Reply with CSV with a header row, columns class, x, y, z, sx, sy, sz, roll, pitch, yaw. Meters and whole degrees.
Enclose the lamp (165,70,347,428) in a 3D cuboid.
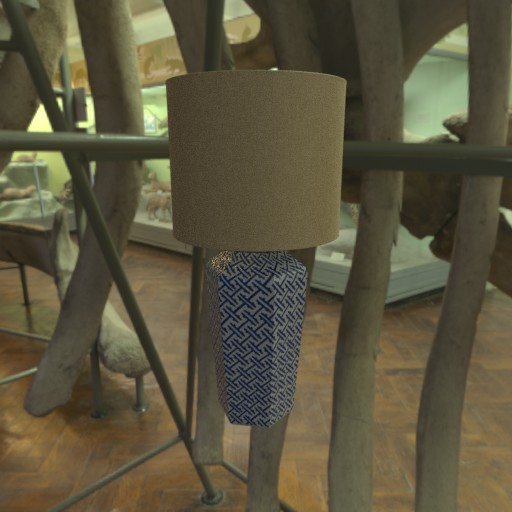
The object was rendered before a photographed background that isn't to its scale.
class,x,y,z,sx,sy,sz,roll,pitch,yaw
lamp,0.000,0.000,0.878,0.320,0.682,0.320,14,20,43
